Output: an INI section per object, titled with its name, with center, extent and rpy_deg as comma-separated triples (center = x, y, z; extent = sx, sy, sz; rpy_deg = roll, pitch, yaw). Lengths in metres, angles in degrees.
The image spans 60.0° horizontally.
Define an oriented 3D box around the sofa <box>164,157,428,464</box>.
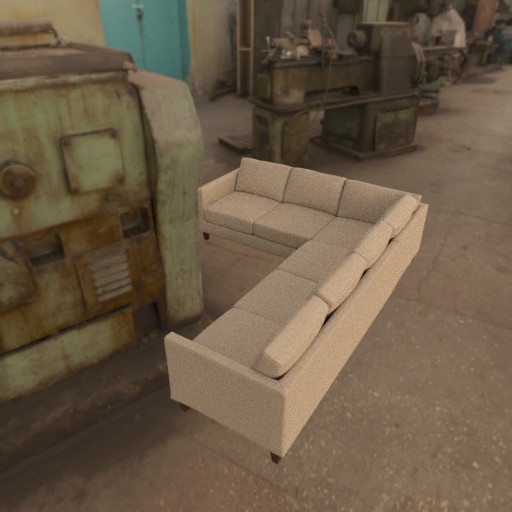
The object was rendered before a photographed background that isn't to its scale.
[sofa]
center = 0.000, 0.000, 4.319
extent = 2.432, 0.863, 3.182
rpy_deg = 18, 35, 28
